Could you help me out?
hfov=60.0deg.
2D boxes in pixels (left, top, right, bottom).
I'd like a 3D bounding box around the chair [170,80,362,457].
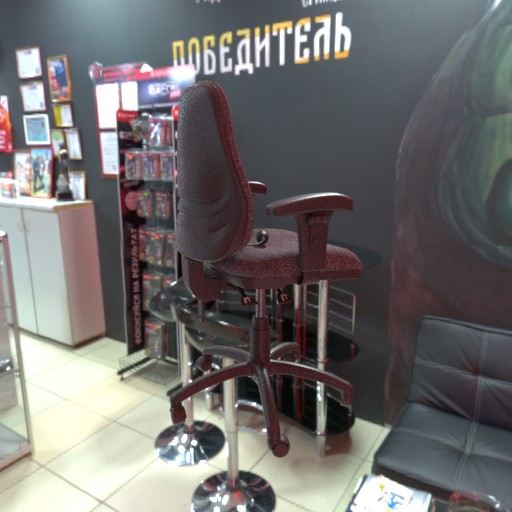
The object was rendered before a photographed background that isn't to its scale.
[{"bbox_3d":[0.000,0.000,1.256,0.530,0.910,0.550,-6,15,-24],"label":"chair"}]
